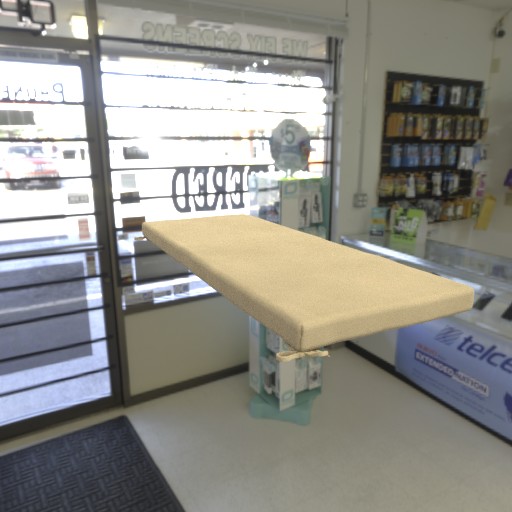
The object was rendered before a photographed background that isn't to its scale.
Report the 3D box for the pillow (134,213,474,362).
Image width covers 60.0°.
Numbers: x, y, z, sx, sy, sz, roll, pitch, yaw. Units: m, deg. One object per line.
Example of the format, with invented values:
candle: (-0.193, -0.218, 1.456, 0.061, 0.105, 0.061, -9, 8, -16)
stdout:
pillow: (0.000, 0.000, 1.349, 0.492, 0.081, 1.187, -8, 16, -27)
